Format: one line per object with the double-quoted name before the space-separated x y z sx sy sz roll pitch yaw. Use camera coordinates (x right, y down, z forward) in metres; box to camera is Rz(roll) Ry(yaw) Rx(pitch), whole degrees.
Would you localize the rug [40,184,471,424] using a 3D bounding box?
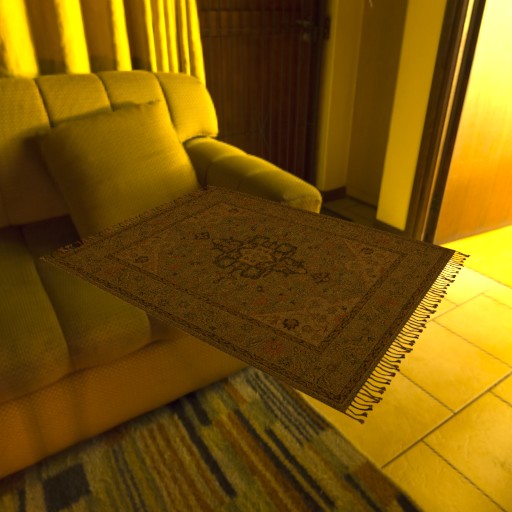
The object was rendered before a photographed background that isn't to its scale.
"rug" 0.000 0.000 3.377 2.651 0.010 1.971 19 35 31
